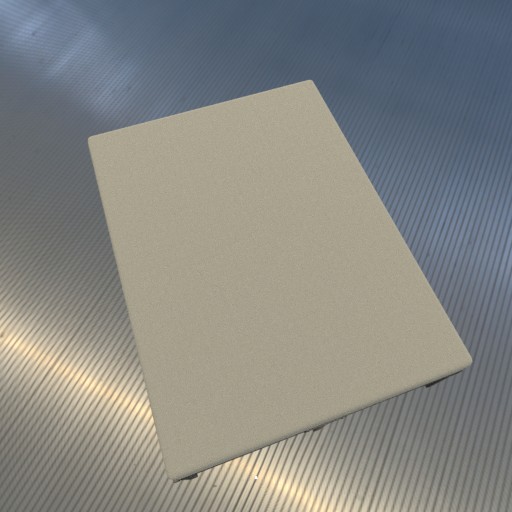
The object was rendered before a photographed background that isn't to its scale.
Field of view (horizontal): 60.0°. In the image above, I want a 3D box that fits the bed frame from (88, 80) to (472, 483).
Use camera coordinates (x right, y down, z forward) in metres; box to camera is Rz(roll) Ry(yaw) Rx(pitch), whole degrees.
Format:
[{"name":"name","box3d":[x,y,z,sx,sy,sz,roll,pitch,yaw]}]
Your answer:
[{"name":"bed frame","box3d":[0.000,0.000,3.440,1.990,0.680,2.635,-18,65,-9]}]
